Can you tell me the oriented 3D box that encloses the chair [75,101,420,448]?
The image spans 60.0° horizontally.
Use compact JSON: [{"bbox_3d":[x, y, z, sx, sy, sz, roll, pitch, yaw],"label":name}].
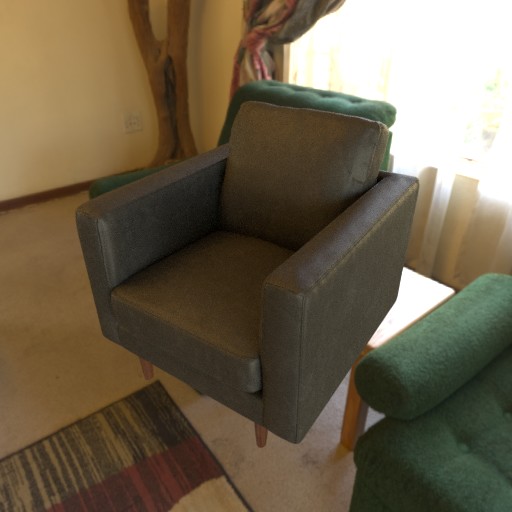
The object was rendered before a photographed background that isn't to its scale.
[{"bbox_3d":[0.000,0.000,1.560,0.831,0.898,0.879,19,36,29],"label":"chair"}]
